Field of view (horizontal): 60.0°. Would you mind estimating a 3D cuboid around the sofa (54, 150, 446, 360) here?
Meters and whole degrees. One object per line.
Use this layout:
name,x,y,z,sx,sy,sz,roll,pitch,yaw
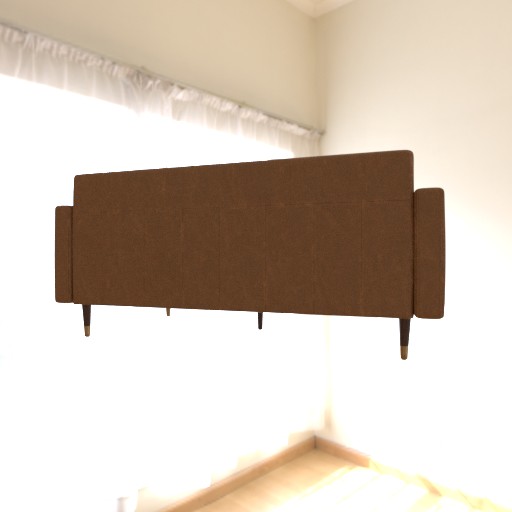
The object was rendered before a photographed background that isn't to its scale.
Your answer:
sofa,0.000,0.000,2.391,1.847,0.821,0.993,0,0,19
